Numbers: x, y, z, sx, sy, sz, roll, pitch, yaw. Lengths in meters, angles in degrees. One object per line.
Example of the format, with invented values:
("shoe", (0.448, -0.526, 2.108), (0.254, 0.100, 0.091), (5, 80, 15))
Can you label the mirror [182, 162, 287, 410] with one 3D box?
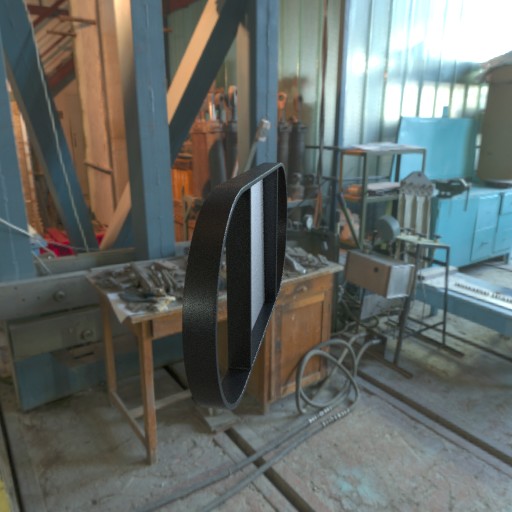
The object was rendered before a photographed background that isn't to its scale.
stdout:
("mirror", (0.000, 0.000, 0.676), (0.032, 0.254, 0.584), (3, 17, 10))
